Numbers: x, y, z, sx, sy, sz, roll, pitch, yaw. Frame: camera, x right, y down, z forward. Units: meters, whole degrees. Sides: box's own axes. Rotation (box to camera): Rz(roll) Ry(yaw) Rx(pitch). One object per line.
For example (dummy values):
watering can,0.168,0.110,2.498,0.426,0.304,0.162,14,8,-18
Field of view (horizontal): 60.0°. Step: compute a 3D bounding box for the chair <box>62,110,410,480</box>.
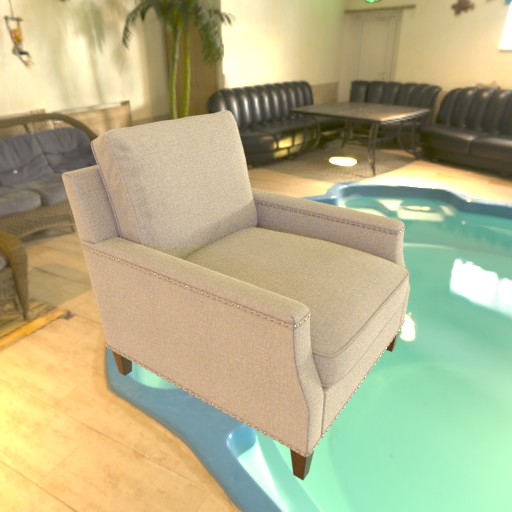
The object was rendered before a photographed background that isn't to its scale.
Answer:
chair,0.000,0.000,1.670,1.014,0.943,0.853,17,30,31
